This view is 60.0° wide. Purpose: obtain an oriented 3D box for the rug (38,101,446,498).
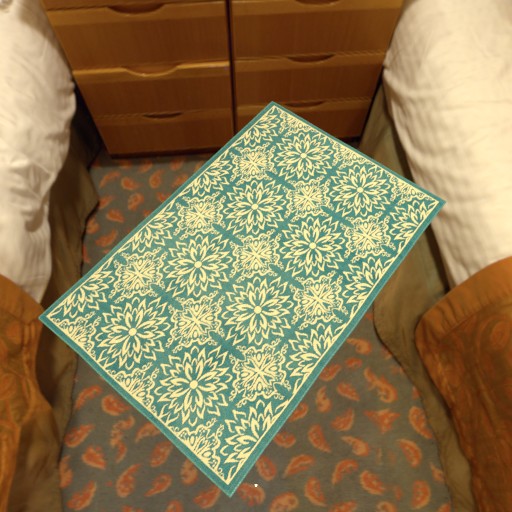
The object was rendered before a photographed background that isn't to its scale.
[{"bbox_3d":[0.000,0.000,3.441,1.830,0.018,2.769,36,68,17],"label":"rug"}]
